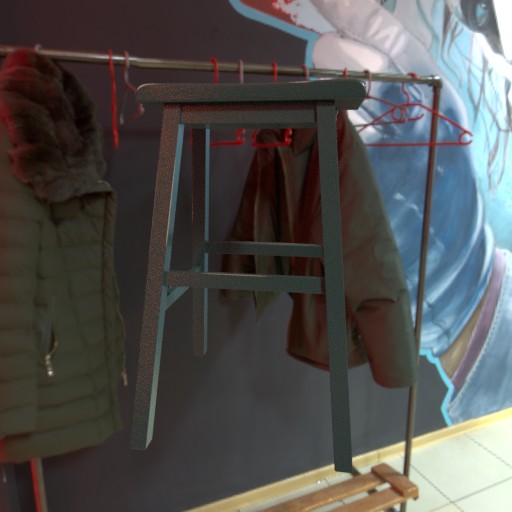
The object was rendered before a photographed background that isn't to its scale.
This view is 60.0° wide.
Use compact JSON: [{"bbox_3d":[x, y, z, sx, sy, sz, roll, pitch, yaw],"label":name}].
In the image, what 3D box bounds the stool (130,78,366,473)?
[{"bbox_3d":[0.000,0.000,1.037,0.457,0.737,0.476,2,14,9],"label":"stool"}]
